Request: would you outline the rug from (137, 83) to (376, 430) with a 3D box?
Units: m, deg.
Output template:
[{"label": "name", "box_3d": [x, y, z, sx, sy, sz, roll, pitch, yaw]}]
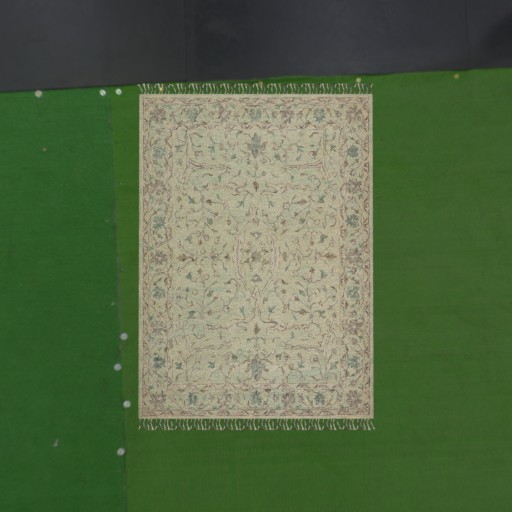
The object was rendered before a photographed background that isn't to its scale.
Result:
[{"label": "rug", "box_3d": [0.000, 0.000, 2.306, 1.247, 0.008, 1.802, 0, 89, 0]}]
